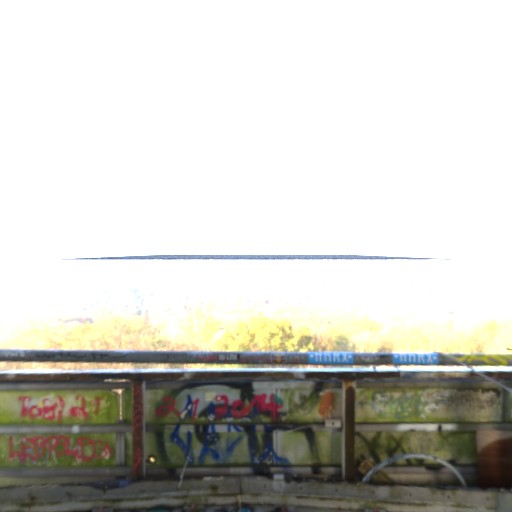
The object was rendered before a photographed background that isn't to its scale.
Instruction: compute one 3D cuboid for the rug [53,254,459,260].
[{"bbox_3d":[0.000,0.000,2.107,1.190,0.003,1.634,0,1,0],"label":"rug"}]
